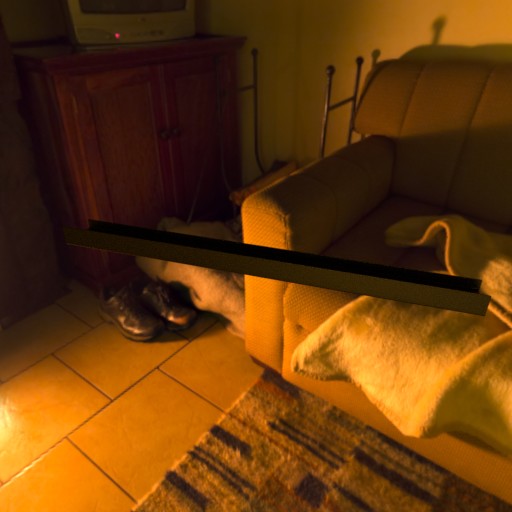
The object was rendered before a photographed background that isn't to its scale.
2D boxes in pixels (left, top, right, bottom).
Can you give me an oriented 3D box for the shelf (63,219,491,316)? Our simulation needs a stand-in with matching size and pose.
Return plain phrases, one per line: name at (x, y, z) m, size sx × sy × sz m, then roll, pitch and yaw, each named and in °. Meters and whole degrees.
shelf at (0.000, 0.000, 0.971) m, size 0.924 × 0.049 × 0.092 m, roll 9°, pitch 32°, yaw 15°
